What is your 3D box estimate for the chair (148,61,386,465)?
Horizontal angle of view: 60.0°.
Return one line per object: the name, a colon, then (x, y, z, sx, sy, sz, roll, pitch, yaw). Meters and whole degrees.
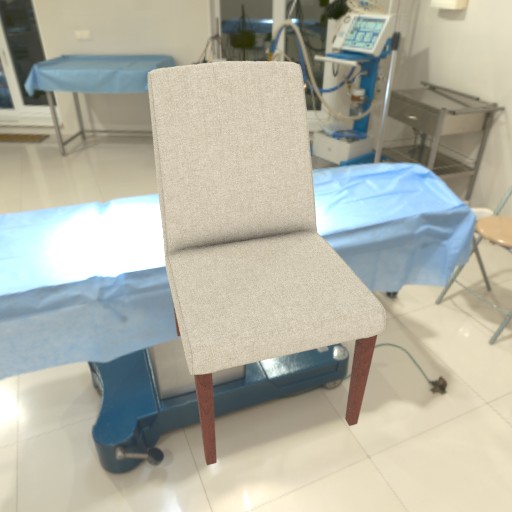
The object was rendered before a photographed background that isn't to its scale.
chair: (0.000, 0.000, 1.207, 0.480, 0.900, 0.594, -9, 34, -14)
